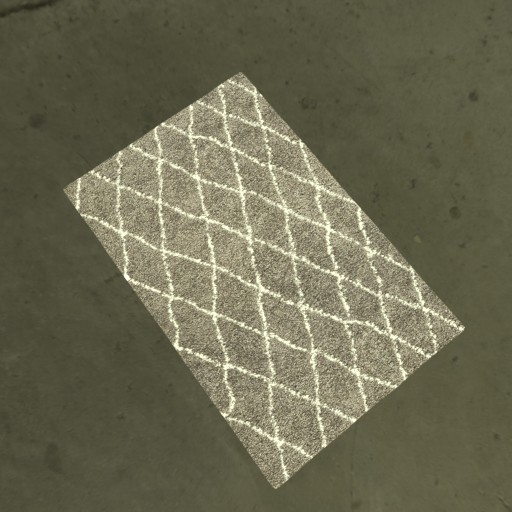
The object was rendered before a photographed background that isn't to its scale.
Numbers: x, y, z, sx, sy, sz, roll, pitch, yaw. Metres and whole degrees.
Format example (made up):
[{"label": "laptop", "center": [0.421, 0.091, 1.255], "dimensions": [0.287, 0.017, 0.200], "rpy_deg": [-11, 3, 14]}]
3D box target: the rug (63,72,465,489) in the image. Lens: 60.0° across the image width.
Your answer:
[{"label": "rug", "center": [0.000, 0.000, 3.390], "dimensions": [1.778, 0.030, 2.743], "rpy_deg": [-37, 79, -9]}]
